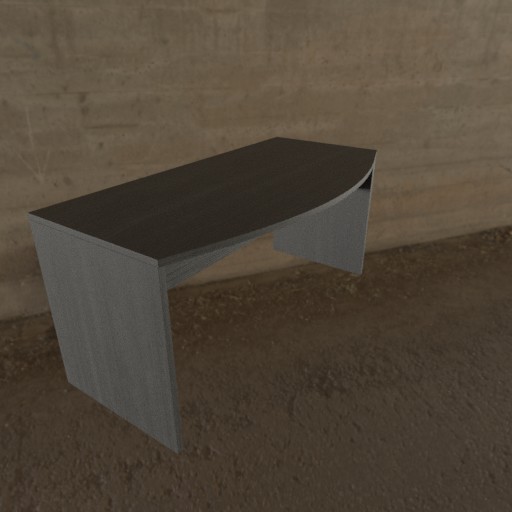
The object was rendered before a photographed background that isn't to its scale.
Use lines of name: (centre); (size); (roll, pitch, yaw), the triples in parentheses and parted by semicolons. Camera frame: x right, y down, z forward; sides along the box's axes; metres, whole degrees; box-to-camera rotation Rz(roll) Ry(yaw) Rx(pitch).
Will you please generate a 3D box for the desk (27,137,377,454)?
desk: (0.000, 0.000, 2.070); (0.802, 0.750, 1.600); (17, 31, 31)
